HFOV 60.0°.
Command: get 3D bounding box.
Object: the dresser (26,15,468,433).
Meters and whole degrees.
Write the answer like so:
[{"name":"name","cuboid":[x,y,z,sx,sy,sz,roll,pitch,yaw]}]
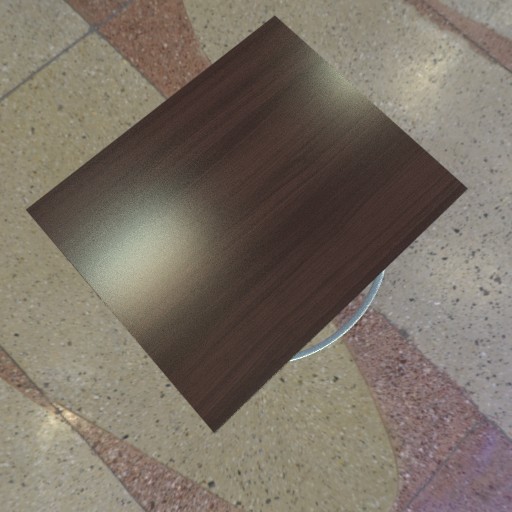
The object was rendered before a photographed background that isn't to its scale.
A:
[{"name":"dresser","cuboid":[0.000,0.000,0.746,0.400,0.470,0.360,-42,80,-10]}]
